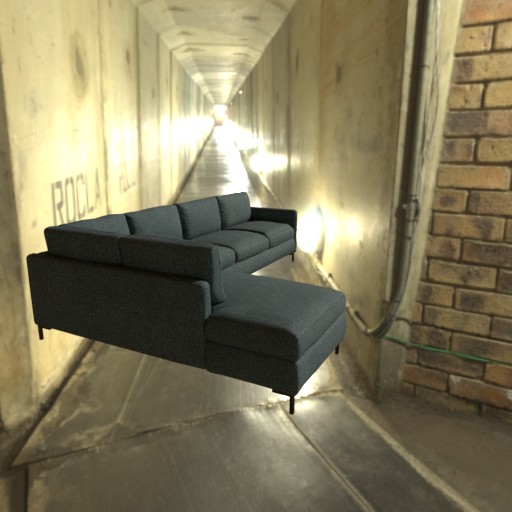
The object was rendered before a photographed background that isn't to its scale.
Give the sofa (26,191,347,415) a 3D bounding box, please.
[{"bbox_3d":[0.000,0.000,3.816,2.007,0.815,2.949,7,16,27],"label":"sofa"}]
